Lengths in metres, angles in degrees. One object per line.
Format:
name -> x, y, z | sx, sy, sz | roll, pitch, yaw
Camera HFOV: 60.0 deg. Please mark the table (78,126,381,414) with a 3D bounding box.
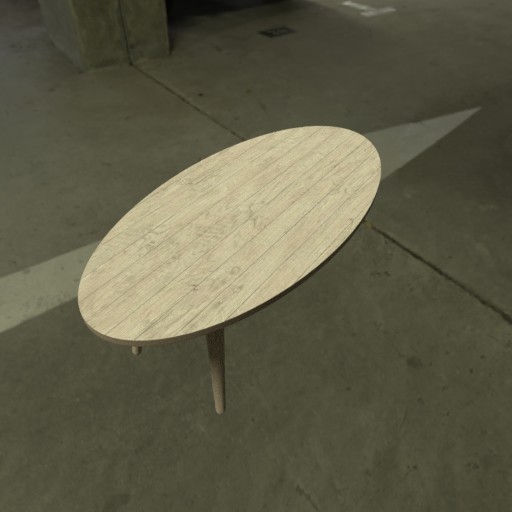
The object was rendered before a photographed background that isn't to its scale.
table -> 0.000, 0.000, 1.327 | 0.542, 0.390, 1.083 | 26, 47, 26
